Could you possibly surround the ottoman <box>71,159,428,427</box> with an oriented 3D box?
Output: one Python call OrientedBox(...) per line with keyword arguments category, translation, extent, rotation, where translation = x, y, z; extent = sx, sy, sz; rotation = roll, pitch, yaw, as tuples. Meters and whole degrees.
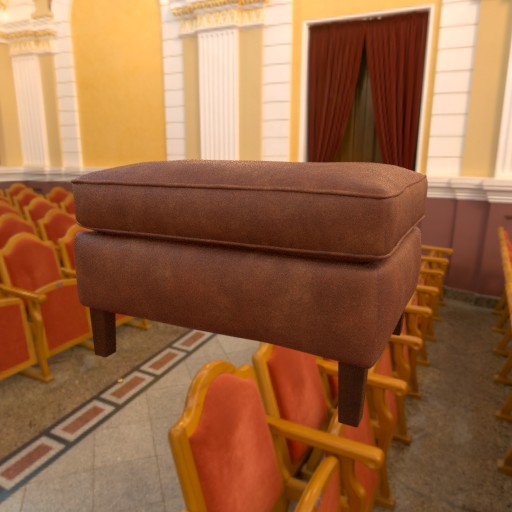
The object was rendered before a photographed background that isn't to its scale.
OrientedBox(category="ottoman", translation=(0.000, 0.000, 0.996), extent=(0.665, 0.418, 0.501), rotation=(7, 15, 26))
